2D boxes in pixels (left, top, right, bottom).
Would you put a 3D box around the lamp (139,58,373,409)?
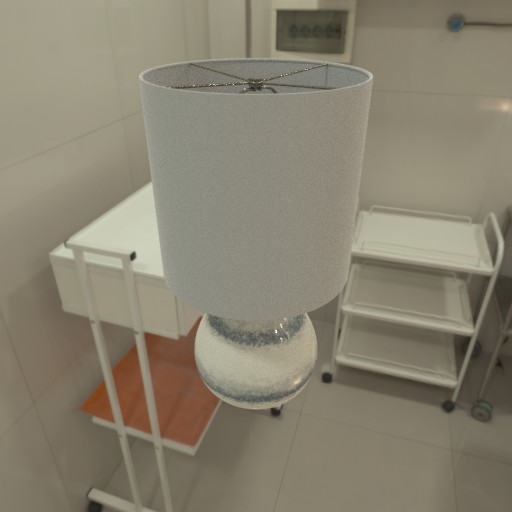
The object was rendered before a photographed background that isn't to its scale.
[{"bbox_3d":[0.000,0.000,0.522,0.216,0.404,0.216,9,32,15],"label":"lamp"}]
